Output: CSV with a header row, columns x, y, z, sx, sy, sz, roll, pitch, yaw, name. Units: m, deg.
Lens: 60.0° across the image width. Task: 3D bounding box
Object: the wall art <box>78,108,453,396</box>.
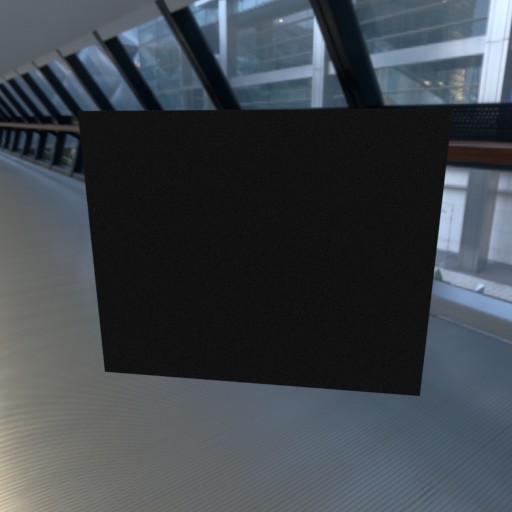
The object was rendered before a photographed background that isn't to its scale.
x,y,z,sx,sy,sz,roll,pitch,yaw,name
0.000,0.000,0.731,0.558,0.457,0.031,2,16,8,wall art
